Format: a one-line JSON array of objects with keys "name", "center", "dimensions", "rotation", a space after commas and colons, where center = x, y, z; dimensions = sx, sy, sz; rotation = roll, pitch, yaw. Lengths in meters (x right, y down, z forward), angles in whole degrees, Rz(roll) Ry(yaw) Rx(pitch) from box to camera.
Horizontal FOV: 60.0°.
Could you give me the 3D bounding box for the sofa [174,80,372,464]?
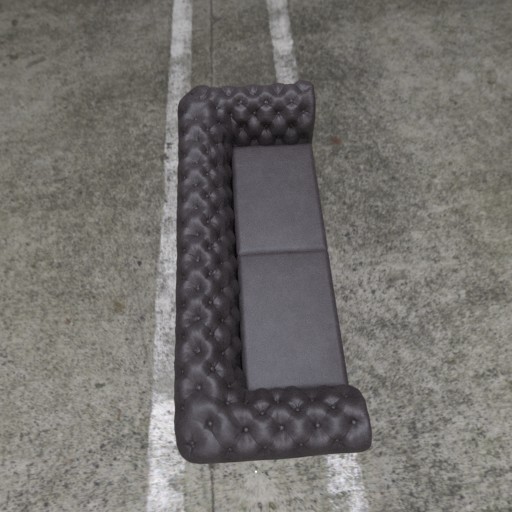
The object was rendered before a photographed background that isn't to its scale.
[{"name": "sofa", "center": [0.000, 0.000, 2.834], "dimensions": [0.944, 0.783, 2.385], "rotation": [-3, 64, -2]}]
